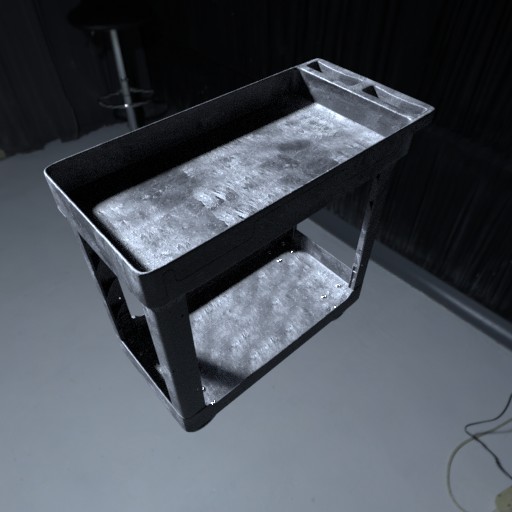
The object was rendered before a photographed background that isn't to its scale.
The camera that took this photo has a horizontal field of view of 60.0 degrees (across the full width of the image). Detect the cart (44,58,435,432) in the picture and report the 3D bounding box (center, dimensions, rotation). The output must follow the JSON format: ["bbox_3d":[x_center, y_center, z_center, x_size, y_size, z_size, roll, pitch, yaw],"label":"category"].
[{"bbox_3d":[0.000,0.000,1.341,0.877,0.824,0.420,-32,54,-27],"label":"cart"}]
